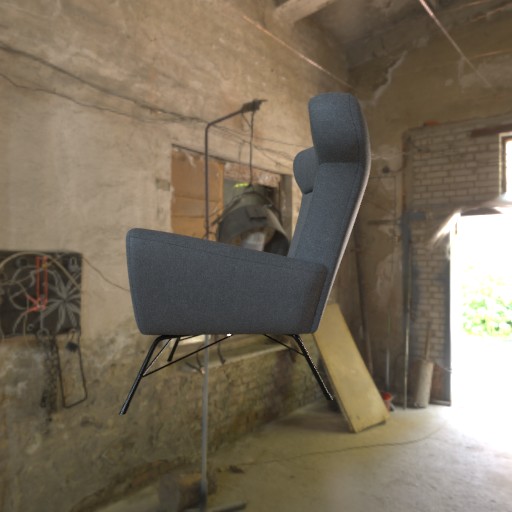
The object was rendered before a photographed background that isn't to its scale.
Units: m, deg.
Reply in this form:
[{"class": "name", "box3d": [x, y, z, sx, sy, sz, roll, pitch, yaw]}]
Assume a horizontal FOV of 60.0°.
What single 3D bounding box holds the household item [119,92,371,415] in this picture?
[{"class": "household item", "box3d": [0.000, 0.000, 1.839, 0.900, 1.050, 0.980, 0, 0, 1]}]
